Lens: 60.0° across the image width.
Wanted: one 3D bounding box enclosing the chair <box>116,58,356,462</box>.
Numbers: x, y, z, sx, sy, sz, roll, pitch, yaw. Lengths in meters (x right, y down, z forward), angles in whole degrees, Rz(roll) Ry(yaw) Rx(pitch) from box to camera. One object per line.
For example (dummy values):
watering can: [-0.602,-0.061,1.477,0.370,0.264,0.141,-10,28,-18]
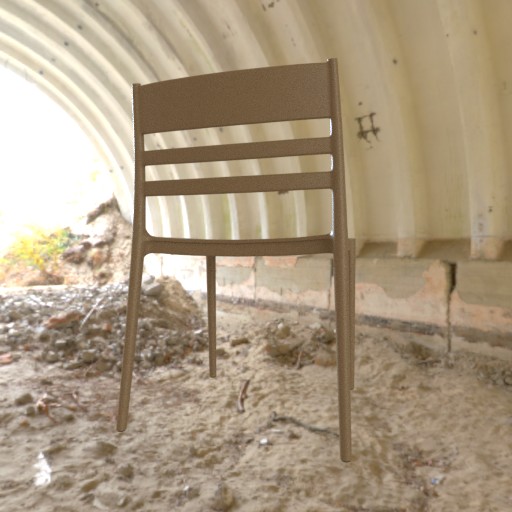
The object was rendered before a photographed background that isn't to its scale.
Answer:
chair: [0.000,0.000,1.162,0.531,0.800,0.511,0,0,17]
